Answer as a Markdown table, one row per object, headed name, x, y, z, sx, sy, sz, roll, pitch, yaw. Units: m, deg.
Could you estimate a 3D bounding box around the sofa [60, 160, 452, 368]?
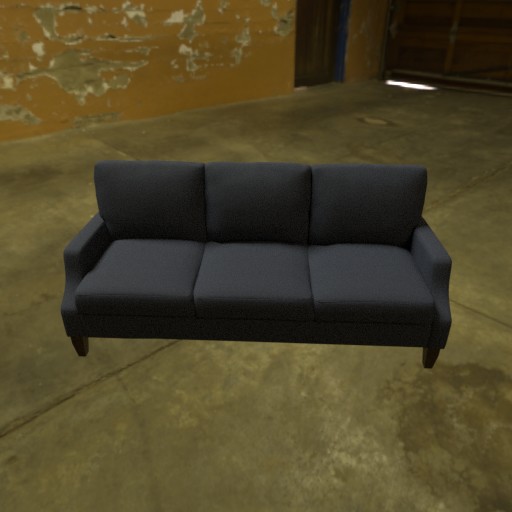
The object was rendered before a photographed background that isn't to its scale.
| name | x | y | z | sx | sy | sz | roll | pitch | yaw |
| --- | --- | --- | --- | --- | --- | --- | --- | --- | --- |
| sofa | 0.000 | 0.000 | 2.656 | 2.115 | 0.984 | 0.888 | 1 | 29 | 3 |
